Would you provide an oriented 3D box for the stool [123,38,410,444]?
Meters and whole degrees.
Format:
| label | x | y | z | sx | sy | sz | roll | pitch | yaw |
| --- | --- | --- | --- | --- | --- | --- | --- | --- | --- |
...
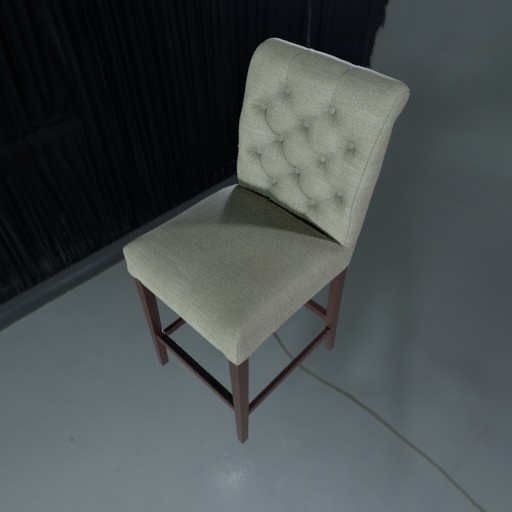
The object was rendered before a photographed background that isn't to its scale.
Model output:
| label | x | y | z | sx | sy | sz | roll | pitch | yaw |
| --- | --- | --- | --- | --- | --- | --- | --- | --- | --- |
| stool | 0.000 | 0.000 | 1.419 | 0.486 | 1.084 | 0.660 | 34 | 55 | 28 |
